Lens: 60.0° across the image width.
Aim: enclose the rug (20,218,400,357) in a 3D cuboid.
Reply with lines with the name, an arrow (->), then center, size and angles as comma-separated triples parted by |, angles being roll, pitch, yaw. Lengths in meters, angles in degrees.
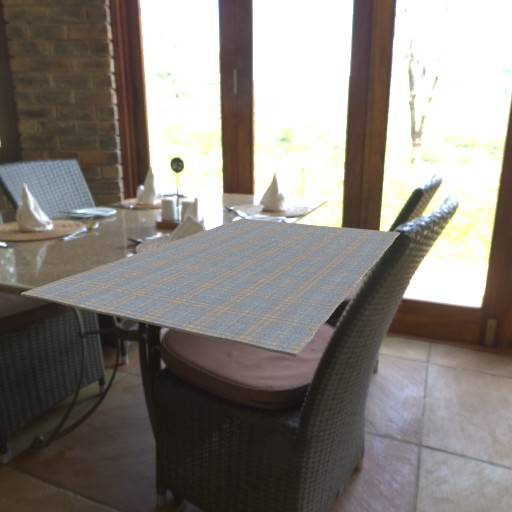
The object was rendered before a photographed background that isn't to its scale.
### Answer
rug -> 0.000, 0.000, 3.045 | 1.545, 0.016, 2.460 | 7, 17, 25
